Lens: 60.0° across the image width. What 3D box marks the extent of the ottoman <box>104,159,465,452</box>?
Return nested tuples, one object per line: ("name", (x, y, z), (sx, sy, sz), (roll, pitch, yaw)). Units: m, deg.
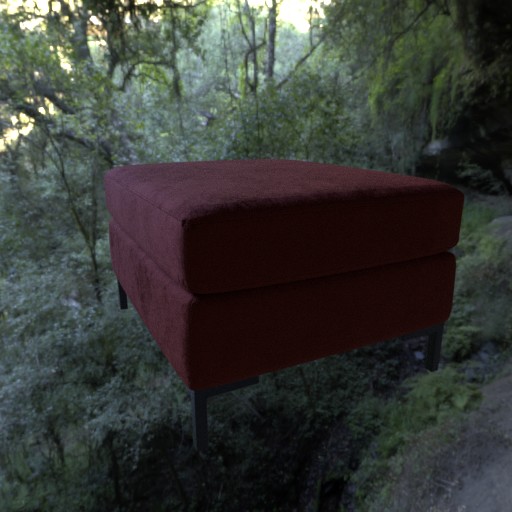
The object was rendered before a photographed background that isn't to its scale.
("ottoman", (0.000, 0.000, 1.180), (0.650, 0.462, 0.782), (-8, 19, -26))
